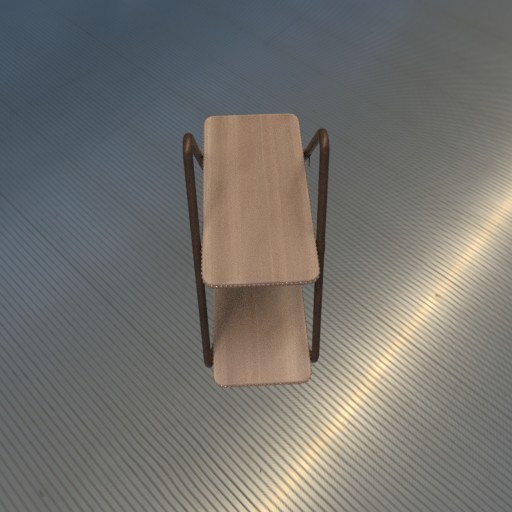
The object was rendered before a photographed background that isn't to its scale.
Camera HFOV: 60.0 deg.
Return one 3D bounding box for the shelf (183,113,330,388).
[{"bbox_3d":[0.000,0.000,1.039,0.234,0.774,0.609,-2,59,-1],"label":"shelf"}]
